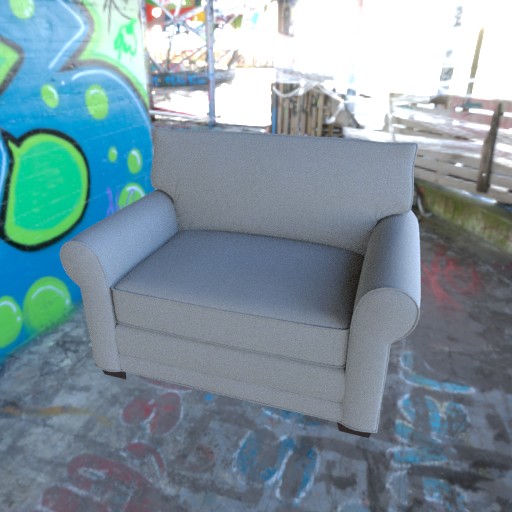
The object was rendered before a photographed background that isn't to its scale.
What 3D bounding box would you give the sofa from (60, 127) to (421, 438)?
[{"bbox_3d":[0.000,0.000,2.043,1.405,1.006,0.937,8,27,16],"label":"sofa"}]
